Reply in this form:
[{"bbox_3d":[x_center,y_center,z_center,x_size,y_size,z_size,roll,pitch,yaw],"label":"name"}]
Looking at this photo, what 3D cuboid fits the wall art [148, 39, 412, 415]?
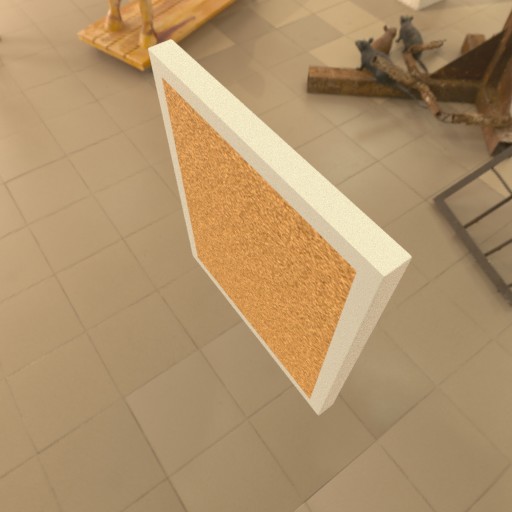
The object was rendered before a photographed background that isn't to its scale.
[{"bbox_3d":[0.000,0.000,0.535,0.028,0.381,0.331,-32,62,-19],"label":"wall art"}]
